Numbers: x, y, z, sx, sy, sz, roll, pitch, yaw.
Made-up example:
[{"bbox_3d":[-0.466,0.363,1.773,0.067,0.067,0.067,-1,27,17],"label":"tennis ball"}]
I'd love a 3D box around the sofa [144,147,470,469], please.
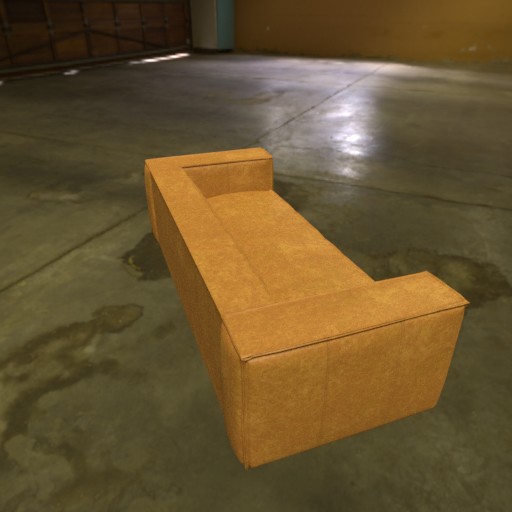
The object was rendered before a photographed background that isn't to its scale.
[{"bbox_3d":[0.000,0.000,2.945,1.102,0.701,2.581,-10,31,-17],"label":"sofa"}]
